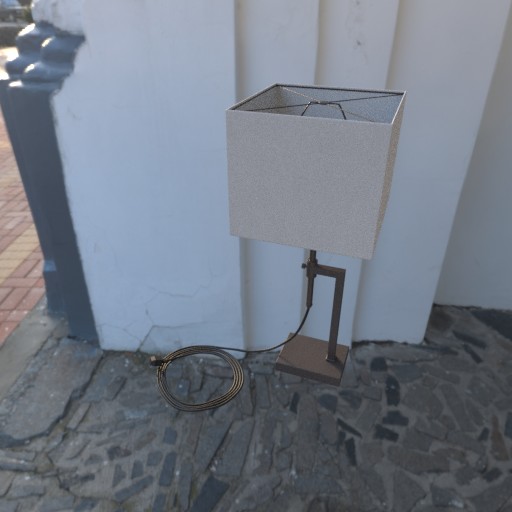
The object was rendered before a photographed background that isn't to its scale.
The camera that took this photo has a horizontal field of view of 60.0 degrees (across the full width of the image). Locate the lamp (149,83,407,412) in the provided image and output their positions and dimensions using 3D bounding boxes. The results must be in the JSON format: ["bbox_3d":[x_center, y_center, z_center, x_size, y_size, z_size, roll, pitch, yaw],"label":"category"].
[{"bbox_3d":[0.000,0.000,0.983,0.504,0.660,0.399,11,33,17],"label":"lamp"}]
